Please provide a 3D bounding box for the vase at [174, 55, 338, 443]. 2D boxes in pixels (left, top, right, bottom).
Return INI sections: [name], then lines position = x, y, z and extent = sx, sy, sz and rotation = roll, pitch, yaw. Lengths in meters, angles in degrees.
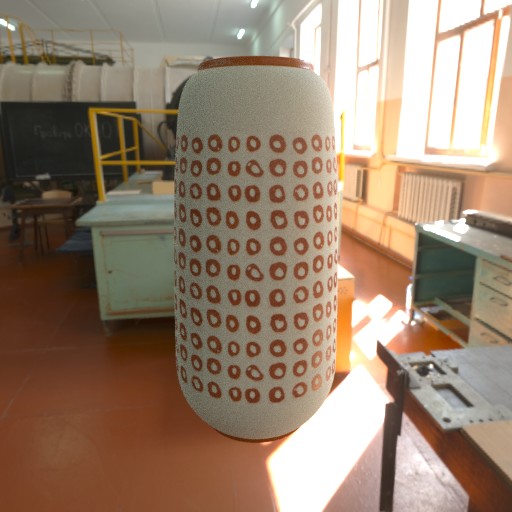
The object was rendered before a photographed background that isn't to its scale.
[vase]
position = 0.000, 0.000, 0.353
extent = 0.133, 0.282, 0.133
rotation = 0, 15, 0
